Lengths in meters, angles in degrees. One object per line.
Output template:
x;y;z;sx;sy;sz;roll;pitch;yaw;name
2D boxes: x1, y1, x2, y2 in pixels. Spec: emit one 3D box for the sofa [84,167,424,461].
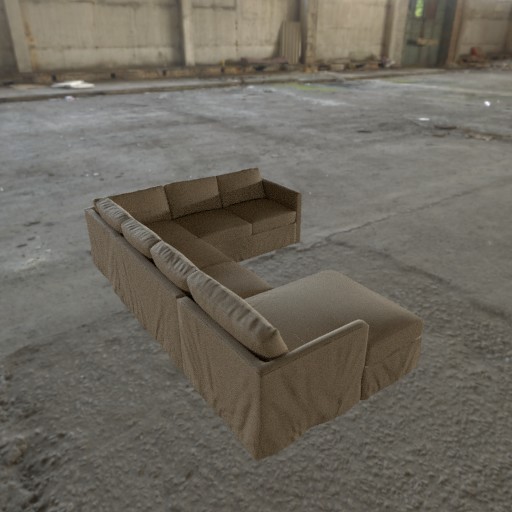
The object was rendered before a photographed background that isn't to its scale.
0.000;0.000;4.538;2.476;0.878;3.528;-17;31;-31;sofa
